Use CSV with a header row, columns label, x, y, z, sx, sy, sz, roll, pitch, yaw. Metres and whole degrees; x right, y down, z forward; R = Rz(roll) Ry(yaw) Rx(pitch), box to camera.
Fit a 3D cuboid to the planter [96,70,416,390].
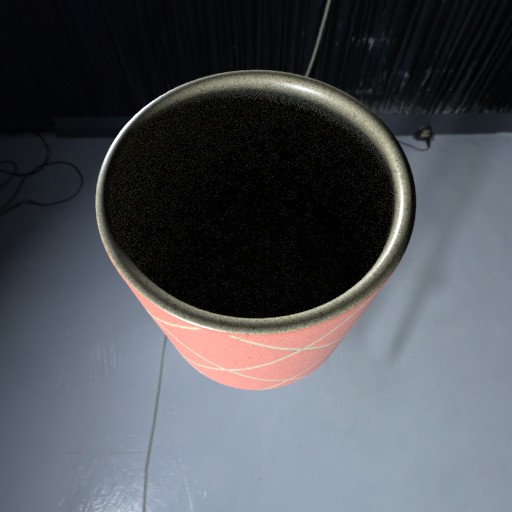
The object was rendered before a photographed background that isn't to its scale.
label,x,y,z,sx,sy,sz,roll,pitch,yaw
planter,0.000,0.000,0.354,0.191,0.200,0.191,0,63,0
